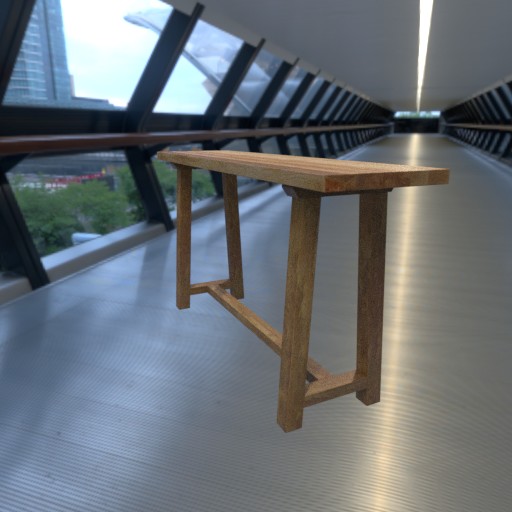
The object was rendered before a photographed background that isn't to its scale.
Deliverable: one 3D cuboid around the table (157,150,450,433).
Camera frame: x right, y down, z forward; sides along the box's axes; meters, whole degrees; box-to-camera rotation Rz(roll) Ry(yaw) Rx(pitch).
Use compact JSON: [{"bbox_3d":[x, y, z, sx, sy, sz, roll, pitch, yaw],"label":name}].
[{"bbox_3d":[0.000,0.000,1.866,0.405,0.810,1.524,-8,17,-25],"label":"table"}]
